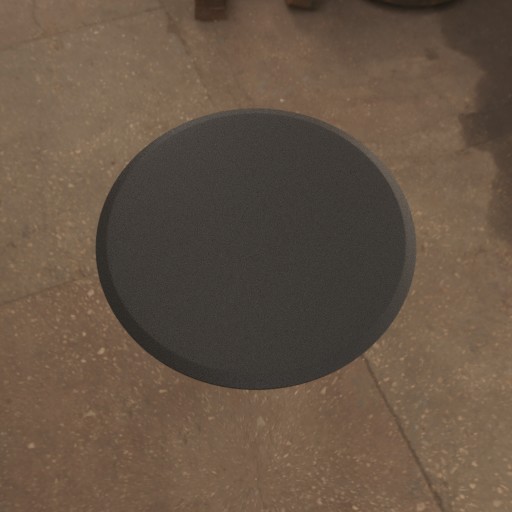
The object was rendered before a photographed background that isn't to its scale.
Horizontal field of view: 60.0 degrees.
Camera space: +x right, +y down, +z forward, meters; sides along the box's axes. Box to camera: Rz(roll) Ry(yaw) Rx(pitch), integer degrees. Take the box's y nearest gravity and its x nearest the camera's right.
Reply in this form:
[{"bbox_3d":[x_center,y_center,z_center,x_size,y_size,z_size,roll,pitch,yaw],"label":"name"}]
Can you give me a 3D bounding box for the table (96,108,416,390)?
[{"bbox_3d":[0.000,0.000,1.428,0.900,0.400,0.900,0,63,0],"label":"table"}]
